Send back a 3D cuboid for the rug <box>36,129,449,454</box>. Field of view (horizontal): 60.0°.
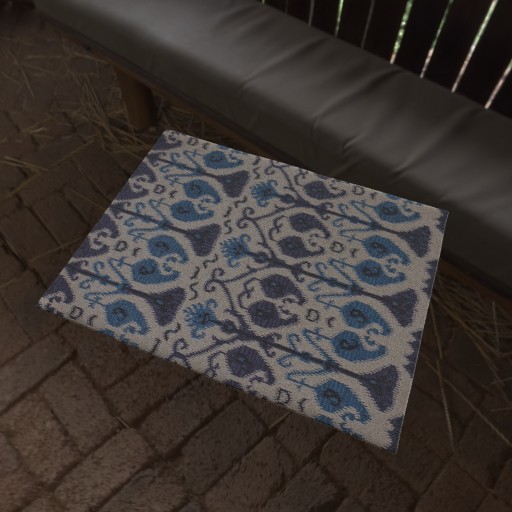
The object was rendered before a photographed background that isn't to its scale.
[{"bbox_3d":[0.000,0.000,4.199,3.228,0.024,2.443,19,60,11],"label":"rug"}]
